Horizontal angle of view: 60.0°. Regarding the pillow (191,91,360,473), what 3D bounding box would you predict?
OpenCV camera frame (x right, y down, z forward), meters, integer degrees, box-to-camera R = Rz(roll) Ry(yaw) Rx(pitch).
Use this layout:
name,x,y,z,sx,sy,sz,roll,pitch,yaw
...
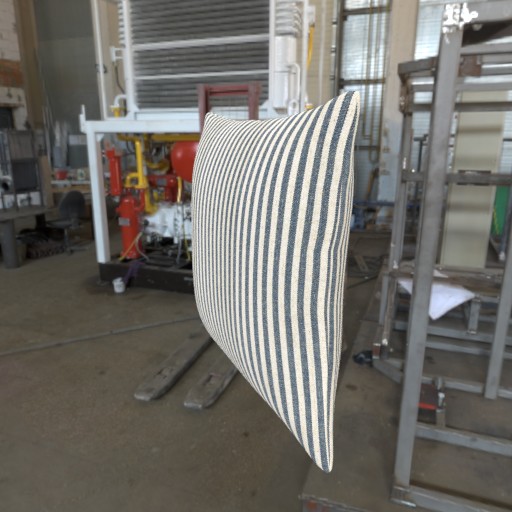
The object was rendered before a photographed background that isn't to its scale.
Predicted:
name,x,y,z,sx,sy,sz,roll,pitch,yaw
pillow,0.000,0.000,0.789,0.166,0.510,0.523,-7,17,-24
